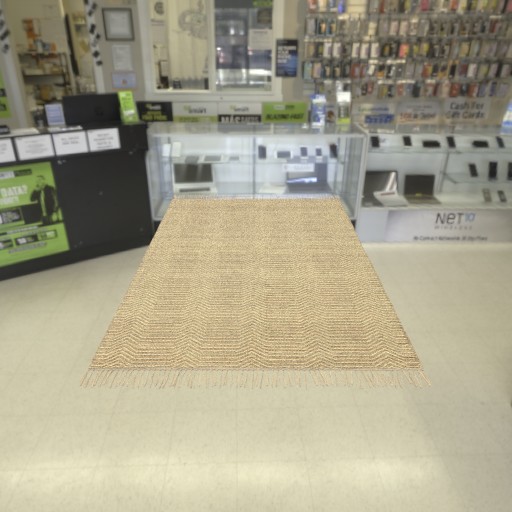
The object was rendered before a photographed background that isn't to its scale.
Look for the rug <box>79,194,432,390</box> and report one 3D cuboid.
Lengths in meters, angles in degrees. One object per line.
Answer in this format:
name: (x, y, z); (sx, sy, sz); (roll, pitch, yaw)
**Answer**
rug: (0.000, 0.000, 3.023); (1.528, 0.034, 2.523); (0, 27, 0)
